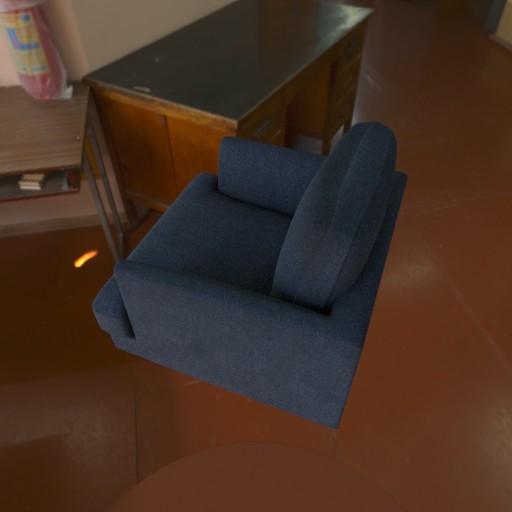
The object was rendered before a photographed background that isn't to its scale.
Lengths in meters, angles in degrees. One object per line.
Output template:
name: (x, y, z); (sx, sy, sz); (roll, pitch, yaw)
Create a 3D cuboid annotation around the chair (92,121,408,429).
chair: (0.000, 0.000, 1.648); (0.899, 0.957, 0.858); (16, 48, 15)
